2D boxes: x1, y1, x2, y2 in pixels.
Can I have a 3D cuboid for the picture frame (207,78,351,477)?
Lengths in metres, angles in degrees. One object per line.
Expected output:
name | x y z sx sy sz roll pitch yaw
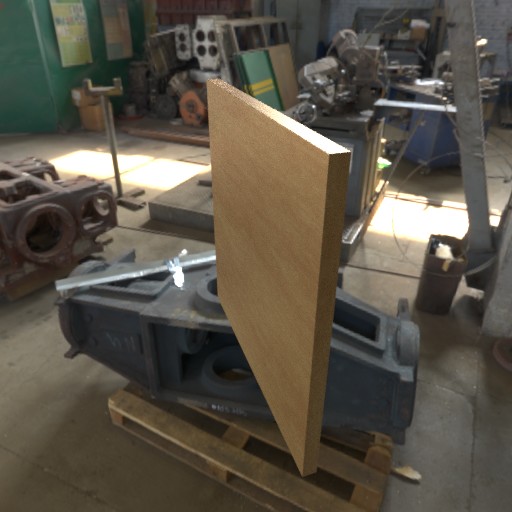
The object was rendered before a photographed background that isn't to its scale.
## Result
picture frame | 0.000 0.000 1.151 0.037 0.761 0.758 -10 31 -17
